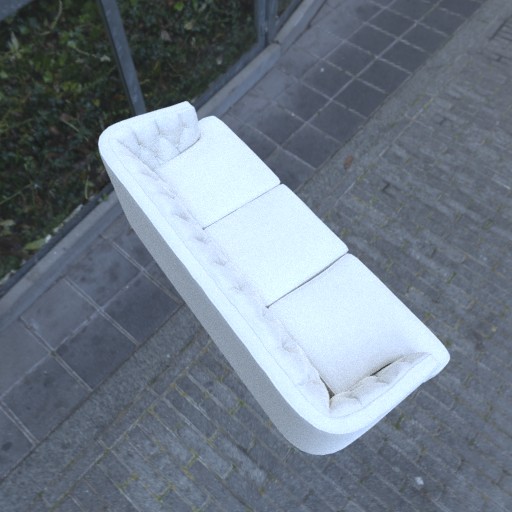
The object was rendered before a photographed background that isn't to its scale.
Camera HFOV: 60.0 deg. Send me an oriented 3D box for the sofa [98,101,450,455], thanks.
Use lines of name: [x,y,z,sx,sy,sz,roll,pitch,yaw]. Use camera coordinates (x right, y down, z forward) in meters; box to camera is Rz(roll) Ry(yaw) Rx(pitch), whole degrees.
sofa: [0.000,0.000,2.676,0.941,0.855,2.278,-33,65,-17]
